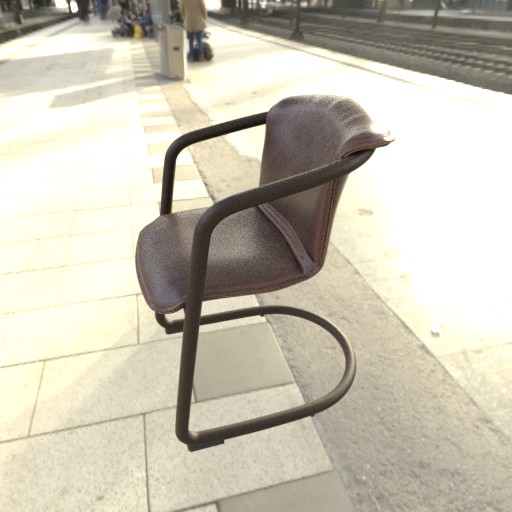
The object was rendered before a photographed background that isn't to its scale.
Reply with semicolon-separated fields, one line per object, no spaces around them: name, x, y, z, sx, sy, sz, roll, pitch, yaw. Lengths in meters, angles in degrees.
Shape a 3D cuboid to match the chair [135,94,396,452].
chair;0.000;0.000;1.262;0.664;0.836;0.536;-9;31;-14
